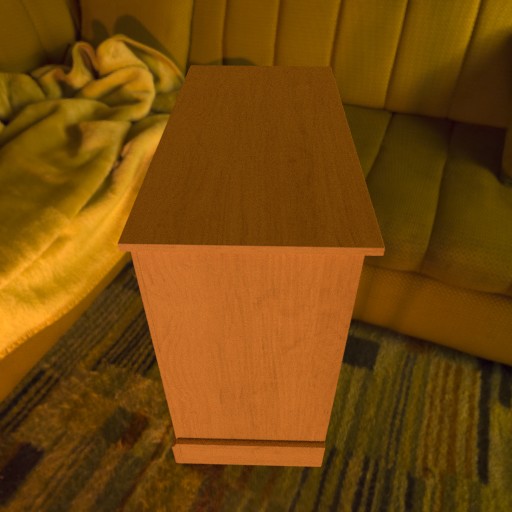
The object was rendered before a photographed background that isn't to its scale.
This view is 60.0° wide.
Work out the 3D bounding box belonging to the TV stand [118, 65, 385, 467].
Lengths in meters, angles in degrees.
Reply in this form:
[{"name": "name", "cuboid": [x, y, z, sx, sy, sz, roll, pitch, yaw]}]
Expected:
[{"name": "TV stand", "cuboid": [0.000, 0.000, 1.282, 0.430, 0.787, 0.851, 1, 41, 1]}]
